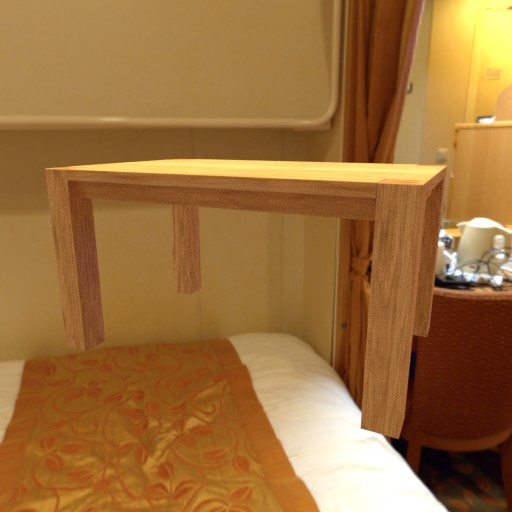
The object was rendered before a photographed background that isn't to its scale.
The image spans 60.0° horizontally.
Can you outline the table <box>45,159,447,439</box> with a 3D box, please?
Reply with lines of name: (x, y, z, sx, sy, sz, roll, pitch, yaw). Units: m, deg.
table: (0.000, 0.000, 1.921, 1.400, 0.760, 0.900, 7, 17, 25)
